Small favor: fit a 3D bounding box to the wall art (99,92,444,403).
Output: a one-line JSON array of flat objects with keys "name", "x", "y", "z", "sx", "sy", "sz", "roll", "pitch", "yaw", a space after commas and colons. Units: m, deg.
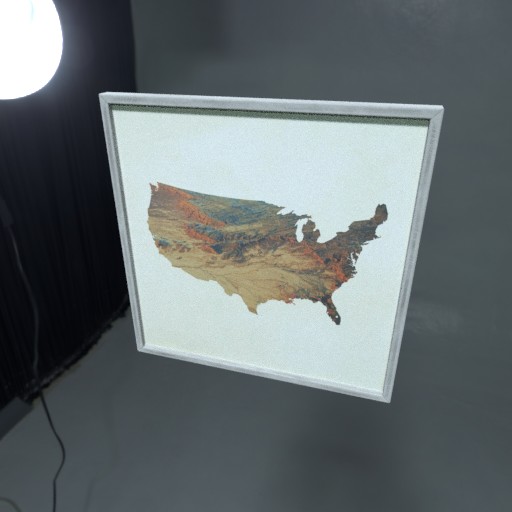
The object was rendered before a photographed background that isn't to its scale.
[{"name": "wall art", "x": 0.000, "y": 0.000, "z": 0.450, "sx": 0.303, "sy": 0.303, "sz": 0.015, "roll": 8, "pitch": 28, "yaw": 15}]
